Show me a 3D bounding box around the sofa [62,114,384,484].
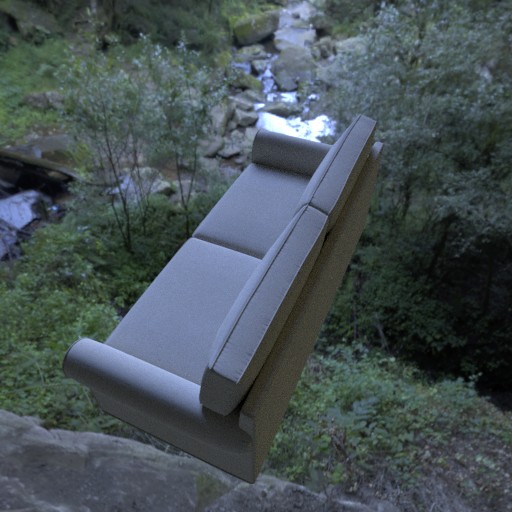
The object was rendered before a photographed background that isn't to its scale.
[{"bbox_3d":[0.000,0.000,2.538,0.901,0.962,2.146,18,49,17],"label":"sofa"}]
